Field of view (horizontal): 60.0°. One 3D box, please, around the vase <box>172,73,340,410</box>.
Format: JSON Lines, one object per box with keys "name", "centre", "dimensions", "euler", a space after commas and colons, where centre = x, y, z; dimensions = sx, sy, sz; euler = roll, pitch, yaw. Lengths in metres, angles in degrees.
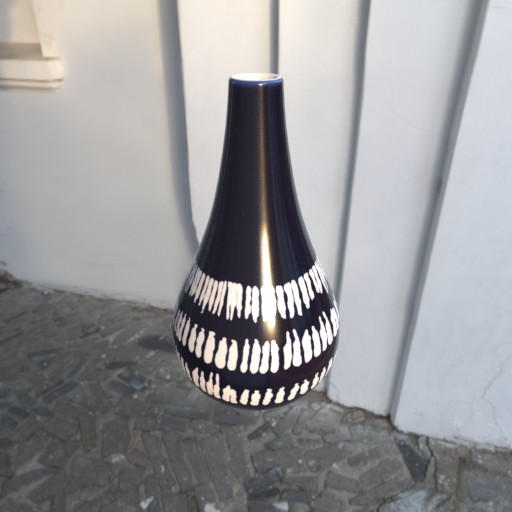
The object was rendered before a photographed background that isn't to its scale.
{"name": "vase", "centre": [0.000, 0.000, 0.388], "dimensions": [0.159, 0.295, 0.159], "euler": [0, 30, 0]}
